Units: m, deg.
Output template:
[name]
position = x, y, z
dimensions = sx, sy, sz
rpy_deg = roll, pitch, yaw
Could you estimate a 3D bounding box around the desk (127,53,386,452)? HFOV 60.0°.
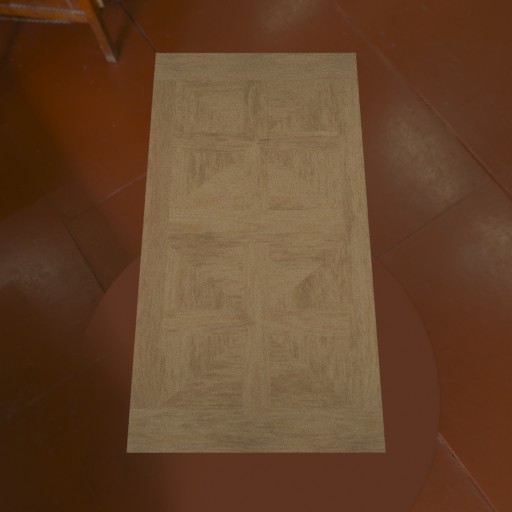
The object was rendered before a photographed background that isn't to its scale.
[desk]
position = 0.000, 0.000, 1.962
dimensions = 0.813, 0.762, 1.499
rpy_deg = 0, 74, 0
